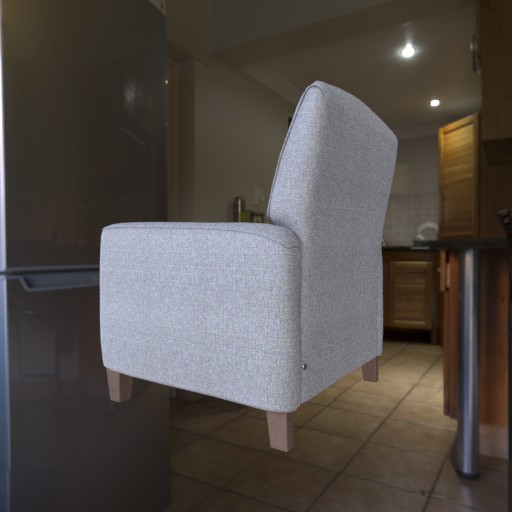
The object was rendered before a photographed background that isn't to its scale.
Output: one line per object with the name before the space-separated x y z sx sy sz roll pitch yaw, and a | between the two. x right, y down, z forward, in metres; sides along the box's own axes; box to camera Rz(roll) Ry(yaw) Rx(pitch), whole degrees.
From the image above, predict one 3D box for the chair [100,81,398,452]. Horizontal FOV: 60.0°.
chair | 0.000 0.000 1.657 0.864 1.014 0.848 1 2 34
